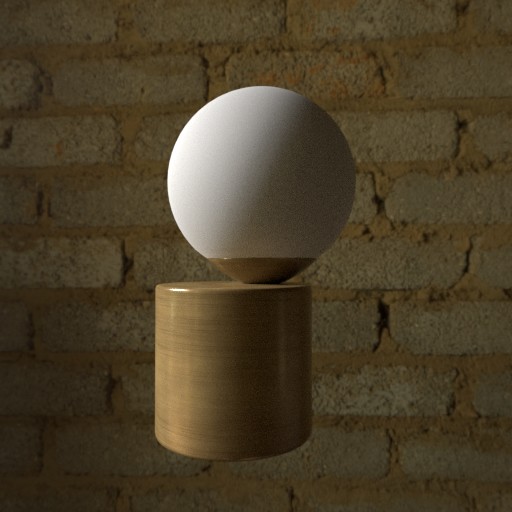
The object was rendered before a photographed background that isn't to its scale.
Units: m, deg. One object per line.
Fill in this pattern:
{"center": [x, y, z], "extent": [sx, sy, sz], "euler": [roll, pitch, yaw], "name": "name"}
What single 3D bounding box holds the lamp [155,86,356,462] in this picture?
{"center": [0.000, 0.000, 0.336], "extent": [0.152, 0.250, 0.141], "euler": [1, -1, -37], "name": "lamp"}
